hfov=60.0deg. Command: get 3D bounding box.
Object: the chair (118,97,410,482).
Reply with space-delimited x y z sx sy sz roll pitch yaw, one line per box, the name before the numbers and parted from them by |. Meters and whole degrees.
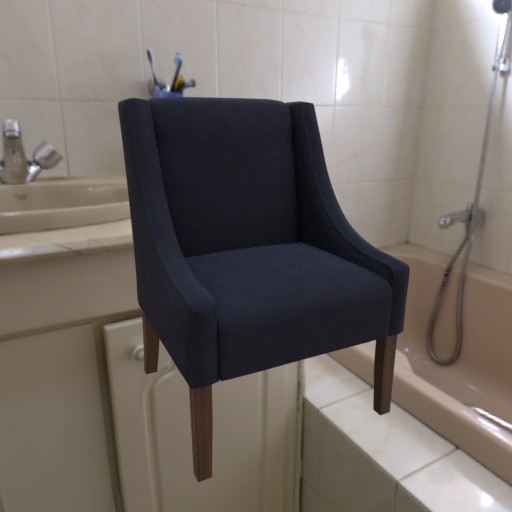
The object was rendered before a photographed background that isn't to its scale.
chair | 0.000 0.000 1.301 0.629 0.895 0.629 -8 19 -25
